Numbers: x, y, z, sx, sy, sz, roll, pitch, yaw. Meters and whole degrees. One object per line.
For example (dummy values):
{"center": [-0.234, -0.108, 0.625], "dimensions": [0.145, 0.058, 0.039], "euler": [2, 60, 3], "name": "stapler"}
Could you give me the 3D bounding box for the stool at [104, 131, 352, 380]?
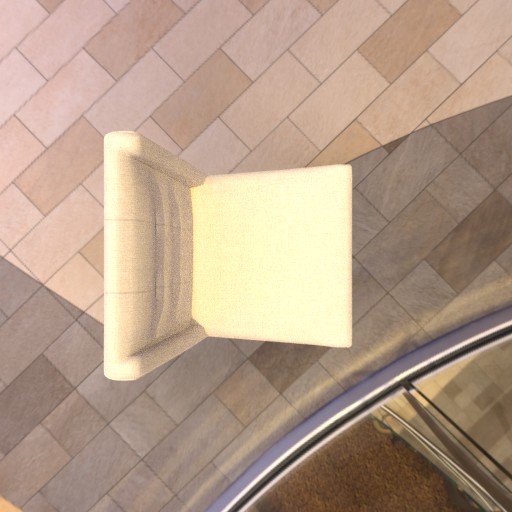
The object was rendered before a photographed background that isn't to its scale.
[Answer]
{"center": [0.000, 0.000, 1.223], "dimensions": [0.509, 0.939, 0.474], "euler": [0, 90, 2], "name": "stool"}
